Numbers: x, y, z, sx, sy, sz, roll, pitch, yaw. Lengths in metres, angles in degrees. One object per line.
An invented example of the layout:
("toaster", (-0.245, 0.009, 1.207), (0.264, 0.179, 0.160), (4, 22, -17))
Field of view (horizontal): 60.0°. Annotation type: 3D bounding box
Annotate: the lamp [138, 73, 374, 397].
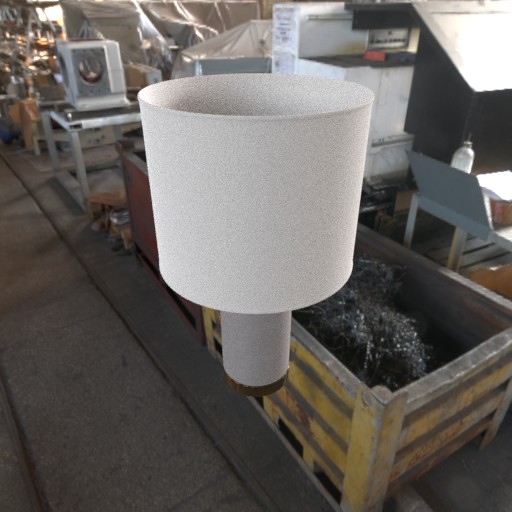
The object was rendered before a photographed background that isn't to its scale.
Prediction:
("lamp", (0.000, 0.000, 0.534), (0.229, 0.380, 0.229), (0, 30, 0))
